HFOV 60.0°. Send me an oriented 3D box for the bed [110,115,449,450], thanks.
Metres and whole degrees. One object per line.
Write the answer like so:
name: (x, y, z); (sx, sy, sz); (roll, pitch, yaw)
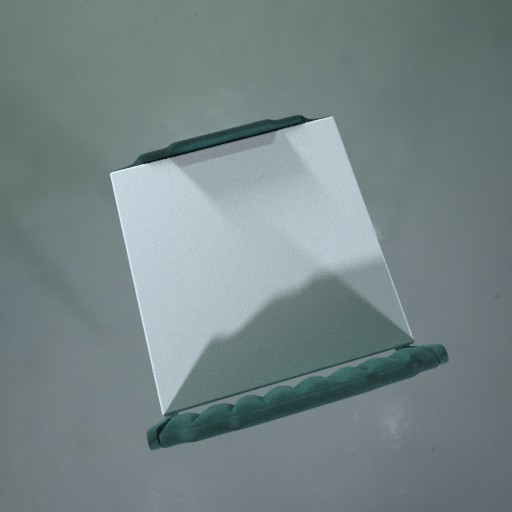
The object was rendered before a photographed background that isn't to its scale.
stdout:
bed: (0.000, 0.000, 3.577); (2.074, 1.245, 2.340); (-15, 77, -4)
